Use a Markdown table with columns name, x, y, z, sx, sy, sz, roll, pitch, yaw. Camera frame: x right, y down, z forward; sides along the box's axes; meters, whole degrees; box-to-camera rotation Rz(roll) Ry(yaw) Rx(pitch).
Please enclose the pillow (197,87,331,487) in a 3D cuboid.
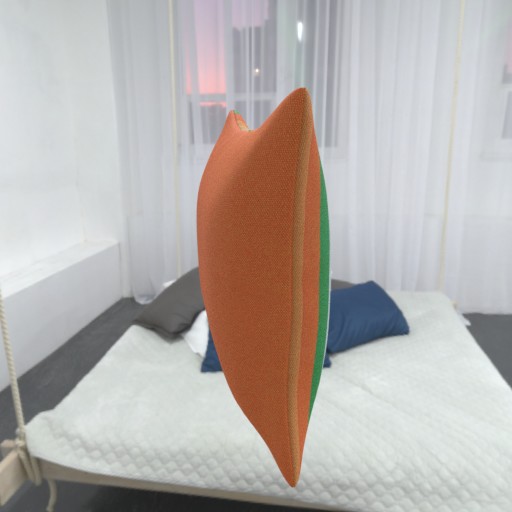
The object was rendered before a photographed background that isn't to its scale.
| name | x | y | z | sx | sy | sz | roll | pitch | yaw |
| --- | --- | --- | --- | --- | --- | --- | --- | --- | --- |
| pillow | 0.000 | 0.000 | 0.674 | 0.169 | 0.444 | 0.453 | -3 | 16 | -11 |
